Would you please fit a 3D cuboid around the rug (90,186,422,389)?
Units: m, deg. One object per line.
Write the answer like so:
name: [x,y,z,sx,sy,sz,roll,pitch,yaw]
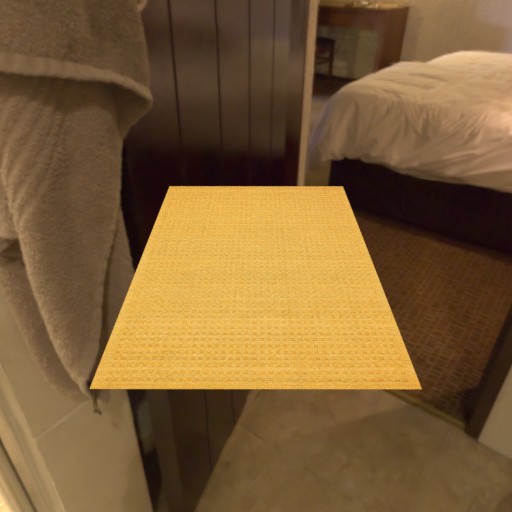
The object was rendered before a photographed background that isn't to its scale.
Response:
rug: [0.000,0.000,3.857,1.981,0.006,2.895,0,33,0]
